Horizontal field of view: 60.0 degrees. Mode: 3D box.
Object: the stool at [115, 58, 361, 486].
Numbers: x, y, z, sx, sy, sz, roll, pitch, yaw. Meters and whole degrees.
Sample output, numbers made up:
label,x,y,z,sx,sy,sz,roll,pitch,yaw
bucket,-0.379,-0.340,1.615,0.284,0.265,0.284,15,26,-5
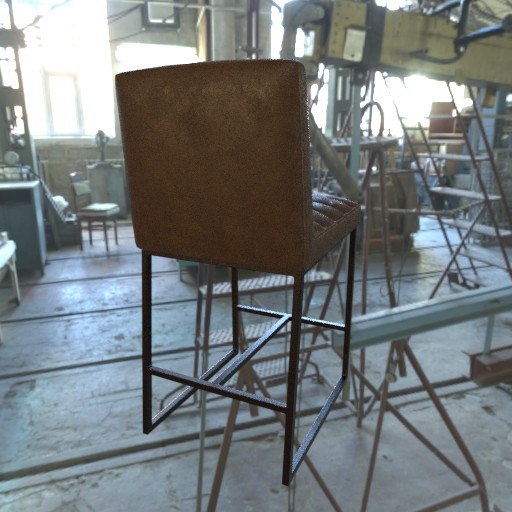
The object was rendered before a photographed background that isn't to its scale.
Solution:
label,x,y,z,sx,sy,sz,roll,pitch,yaw
stool,0.000,0.000,1.244,0.463,0.942,0.562,8,17,25
